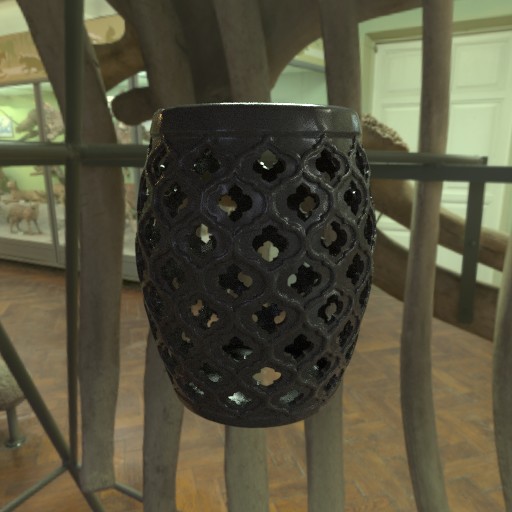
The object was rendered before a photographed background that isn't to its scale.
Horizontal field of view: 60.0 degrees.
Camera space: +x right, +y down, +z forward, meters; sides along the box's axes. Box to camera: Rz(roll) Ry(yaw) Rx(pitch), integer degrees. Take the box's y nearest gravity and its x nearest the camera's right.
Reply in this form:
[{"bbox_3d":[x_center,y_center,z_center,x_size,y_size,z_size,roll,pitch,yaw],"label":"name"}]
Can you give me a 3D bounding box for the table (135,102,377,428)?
[{"bbox_3d":[0.000,0.000,0.623,0.325,0.388,0.325,0,14,0],"label":"table"}]
